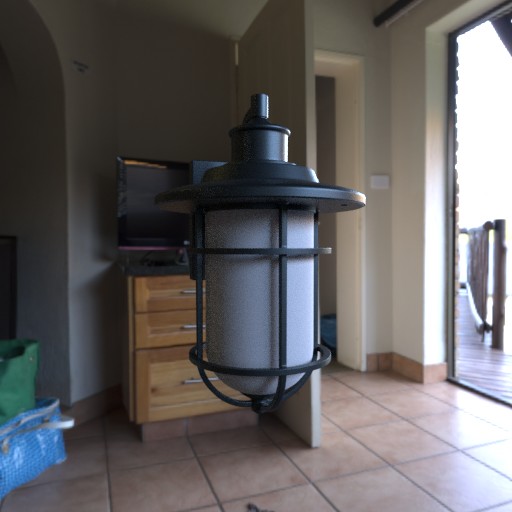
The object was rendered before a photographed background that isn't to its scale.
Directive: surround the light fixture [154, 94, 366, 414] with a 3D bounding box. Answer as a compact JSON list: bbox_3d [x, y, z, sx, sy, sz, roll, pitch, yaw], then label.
[{"bbox_3d":[0.000,0.000,0.494,0.222,0.345,0.252,0,1,-18],"label":"light fixture"}]
